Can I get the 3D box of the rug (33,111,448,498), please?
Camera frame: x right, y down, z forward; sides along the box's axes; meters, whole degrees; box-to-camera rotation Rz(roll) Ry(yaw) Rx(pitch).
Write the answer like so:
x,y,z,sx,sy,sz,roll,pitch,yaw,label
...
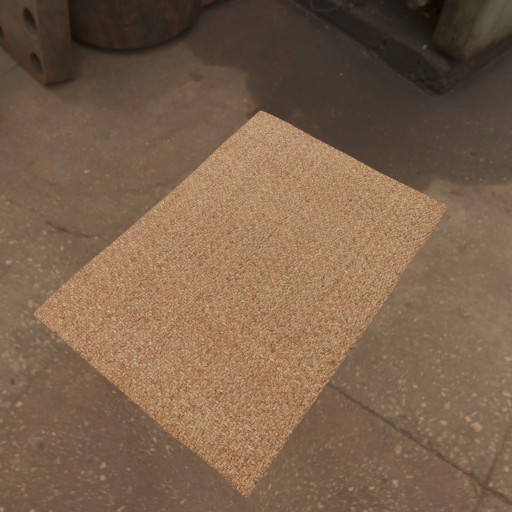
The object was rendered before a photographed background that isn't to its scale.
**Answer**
x,y,z,sx,sy,sz,roll,pitch,yaw,label
0.000,0.000,2.702,1.566,0.013,2.141,33,64,18,rug
